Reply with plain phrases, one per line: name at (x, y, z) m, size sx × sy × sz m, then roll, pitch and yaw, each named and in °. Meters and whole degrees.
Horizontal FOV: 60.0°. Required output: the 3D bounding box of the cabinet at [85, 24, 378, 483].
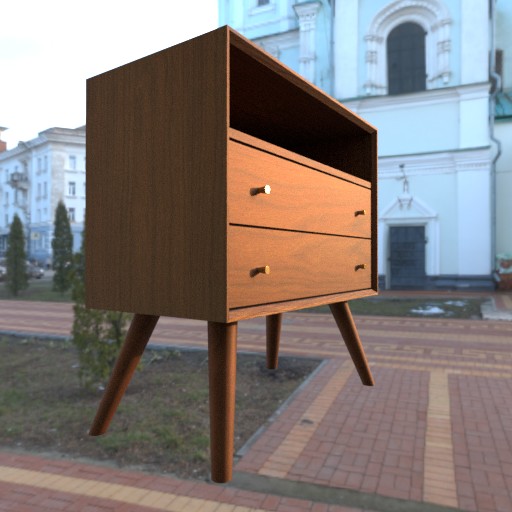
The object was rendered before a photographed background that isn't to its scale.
cabinet at (0.000, 0.000, 1.117) m, size 0.388 × 0.748 × 0.712 m, roll 0°, pitch -1°, yaw 35°
